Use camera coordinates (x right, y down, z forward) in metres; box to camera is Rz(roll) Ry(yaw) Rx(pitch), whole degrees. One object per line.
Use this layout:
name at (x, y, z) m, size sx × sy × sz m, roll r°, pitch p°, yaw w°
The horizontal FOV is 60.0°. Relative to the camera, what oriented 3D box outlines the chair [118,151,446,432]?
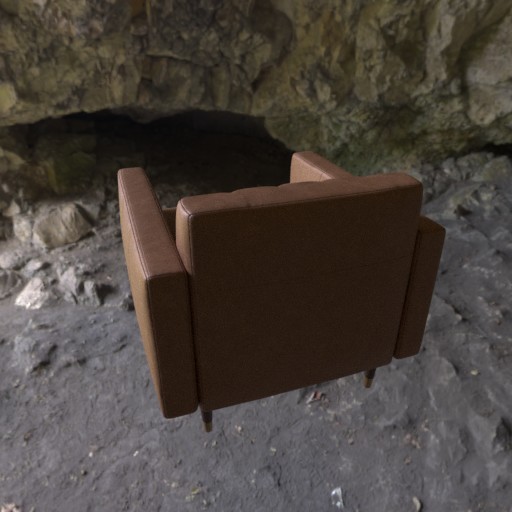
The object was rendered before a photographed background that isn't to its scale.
chair at (0.000, 0.000, 1.706) m, size 0.953 × 0.819 × 0.998 m, roll -9°, pitch 29°, yaw -17°
